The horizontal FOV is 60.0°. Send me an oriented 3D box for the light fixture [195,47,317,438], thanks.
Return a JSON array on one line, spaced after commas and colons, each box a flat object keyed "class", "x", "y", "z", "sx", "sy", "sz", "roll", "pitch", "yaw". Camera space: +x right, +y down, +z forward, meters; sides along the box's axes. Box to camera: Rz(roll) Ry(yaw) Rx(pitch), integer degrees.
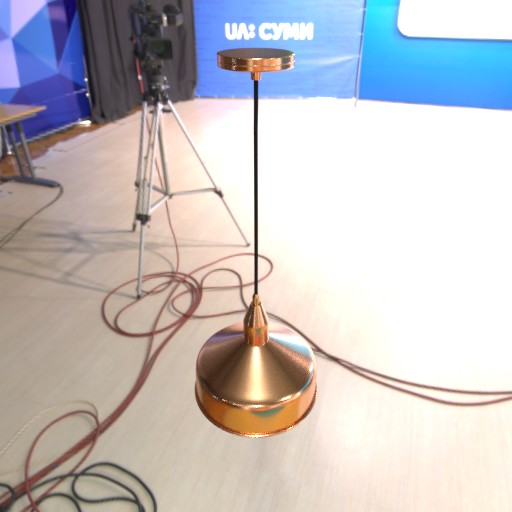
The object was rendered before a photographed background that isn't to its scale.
[{"class": "light fixture", "x": 0.000, "y": 0.000, "z": 0.896, "sx": 0.301, "sy": 0.754, "sz": 0.301, "roll": -11, "pitch": 34, "yaw": -17}]
